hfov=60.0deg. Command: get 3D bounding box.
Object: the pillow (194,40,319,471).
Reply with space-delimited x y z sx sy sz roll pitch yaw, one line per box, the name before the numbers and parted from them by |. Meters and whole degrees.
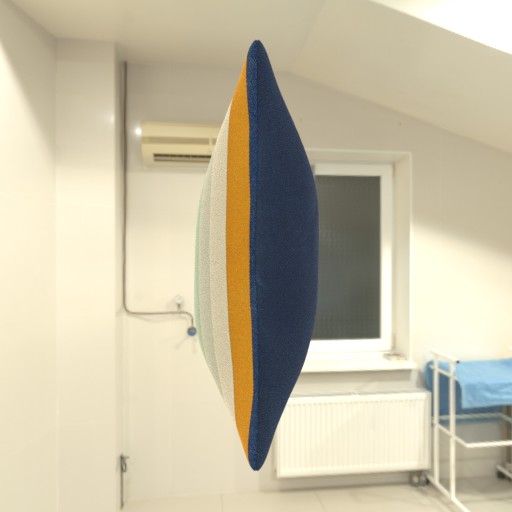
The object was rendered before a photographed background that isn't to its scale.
pillow | 0.000 0.000 0.693 0.173 0.454 0.463 0 0 0
